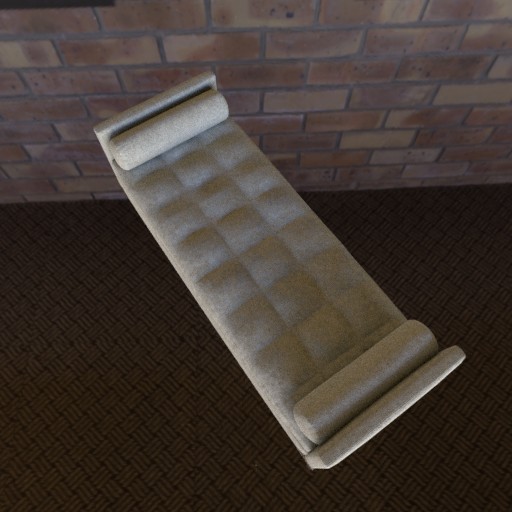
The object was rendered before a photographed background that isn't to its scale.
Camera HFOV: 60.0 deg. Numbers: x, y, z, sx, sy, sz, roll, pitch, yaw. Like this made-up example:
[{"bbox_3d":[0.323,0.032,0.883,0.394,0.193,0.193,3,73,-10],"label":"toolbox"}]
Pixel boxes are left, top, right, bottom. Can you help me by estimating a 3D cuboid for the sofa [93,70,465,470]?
[{"bbox_3d":[0.000,0.000,2.462,0.797,0.657,2.102,-32,69,-14],"label":"sofa"}]
